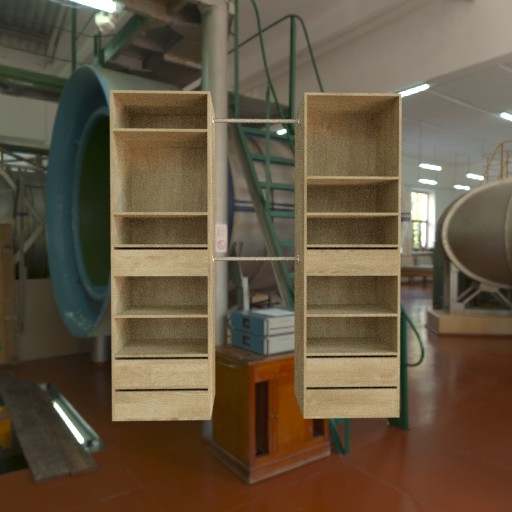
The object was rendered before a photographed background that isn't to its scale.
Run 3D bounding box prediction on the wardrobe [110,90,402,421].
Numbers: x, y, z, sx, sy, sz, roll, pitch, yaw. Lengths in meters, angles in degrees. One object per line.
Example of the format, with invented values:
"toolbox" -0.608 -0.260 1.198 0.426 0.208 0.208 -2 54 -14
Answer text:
"wardrobe" 0.000 0.000 2.948 1.770 2.000 0.480 0 1 -2
